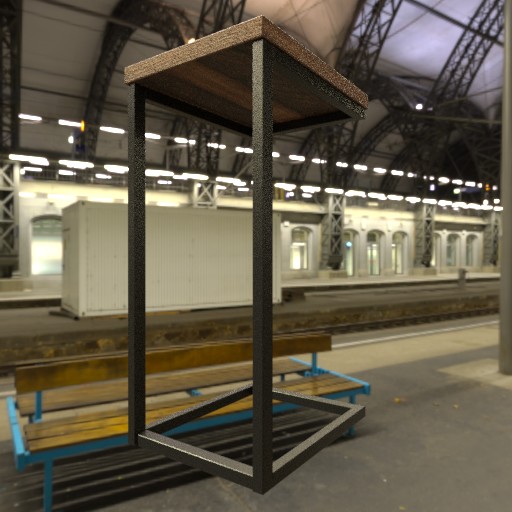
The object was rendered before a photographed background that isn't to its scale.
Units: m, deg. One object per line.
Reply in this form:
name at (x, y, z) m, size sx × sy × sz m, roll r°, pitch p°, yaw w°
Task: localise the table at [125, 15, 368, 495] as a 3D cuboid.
table at (0.000, 0.000, 0.919) m, size 0.323 × 0.718 × 0.414 m, roll 0°, pitch 0°, yaw 36°
